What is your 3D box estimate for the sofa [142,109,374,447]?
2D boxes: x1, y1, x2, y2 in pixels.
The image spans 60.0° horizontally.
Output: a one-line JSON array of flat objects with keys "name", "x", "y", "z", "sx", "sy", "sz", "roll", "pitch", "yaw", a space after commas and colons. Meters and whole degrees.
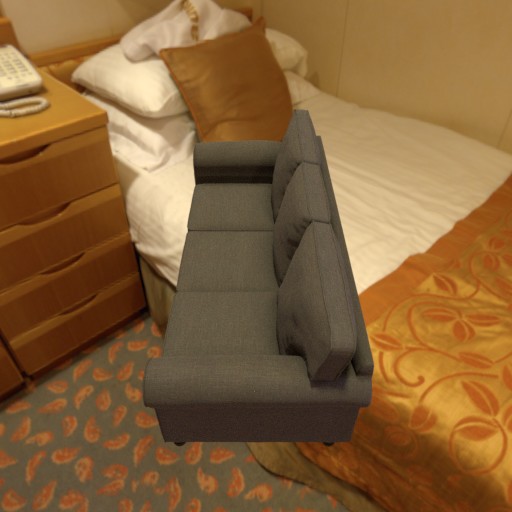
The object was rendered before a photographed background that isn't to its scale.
[{"name": "sofa", "x": 0.000, "y": 0.000, "z": 2.593, "sx": 0.909, "sy": 0.966, "sz": 2.084, "roll": 0, "pitch": 41, "yaw": 0}]
